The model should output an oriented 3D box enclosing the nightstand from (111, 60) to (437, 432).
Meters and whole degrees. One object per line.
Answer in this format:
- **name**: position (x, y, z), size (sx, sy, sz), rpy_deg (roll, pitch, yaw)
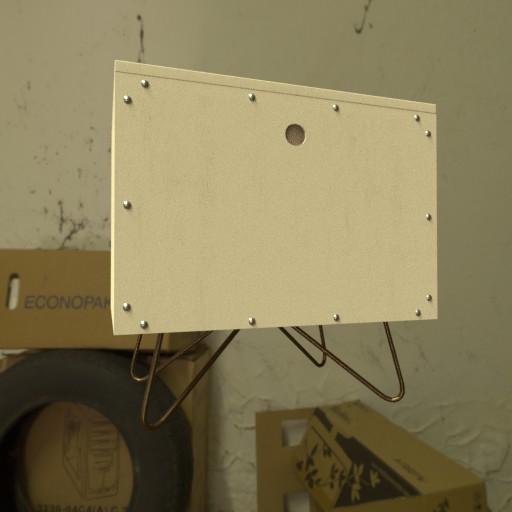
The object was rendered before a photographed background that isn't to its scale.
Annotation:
- **nightstand**: position (0.000, 0.000, 0.994), size (0.614, 0.604, 0.447), rpy_deg (0, -1, -19)
